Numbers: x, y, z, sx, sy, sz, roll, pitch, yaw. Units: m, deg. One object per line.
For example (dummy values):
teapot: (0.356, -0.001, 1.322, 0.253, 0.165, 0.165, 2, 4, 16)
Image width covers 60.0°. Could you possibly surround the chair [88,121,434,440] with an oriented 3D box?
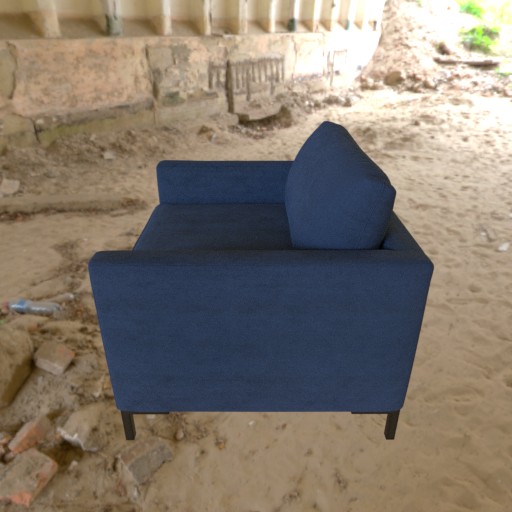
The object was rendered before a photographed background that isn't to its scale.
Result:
chair: (0.000, 0.000, 1.577, 0.875, 0.812, 0.964, 0, 27, 0)
